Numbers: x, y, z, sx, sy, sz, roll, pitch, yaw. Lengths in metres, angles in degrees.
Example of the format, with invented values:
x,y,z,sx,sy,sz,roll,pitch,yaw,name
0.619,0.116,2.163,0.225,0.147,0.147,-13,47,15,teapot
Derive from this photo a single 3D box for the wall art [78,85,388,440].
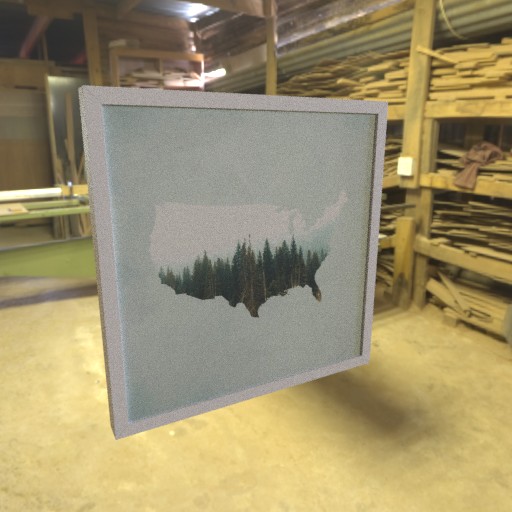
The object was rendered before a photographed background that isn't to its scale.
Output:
x,y,z,sx,sy,sz,roll,pitch,yaw,name
0.000,0.000,0.746,0.509,0.509,0.040,-8,17,-27,wall art
